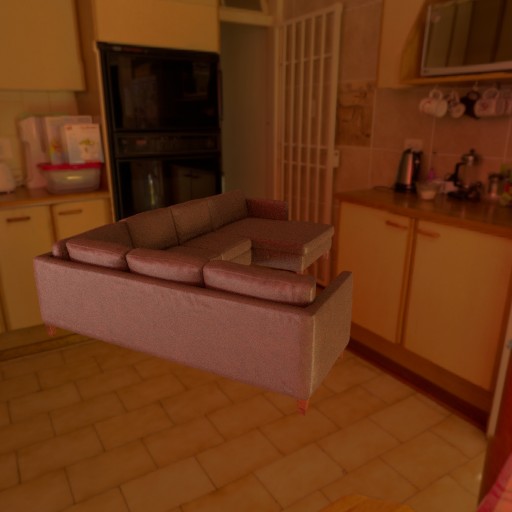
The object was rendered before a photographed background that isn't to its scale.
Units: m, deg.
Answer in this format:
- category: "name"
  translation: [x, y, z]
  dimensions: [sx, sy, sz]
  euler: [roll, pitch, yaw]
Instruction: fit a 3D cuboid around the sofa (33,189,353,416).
- category: "sofa"
  translation: [0.000, 0.000, 4.751]
  dimensions: [2.593, 0.923, 3.460]
  euler: [9, 19, 26]
